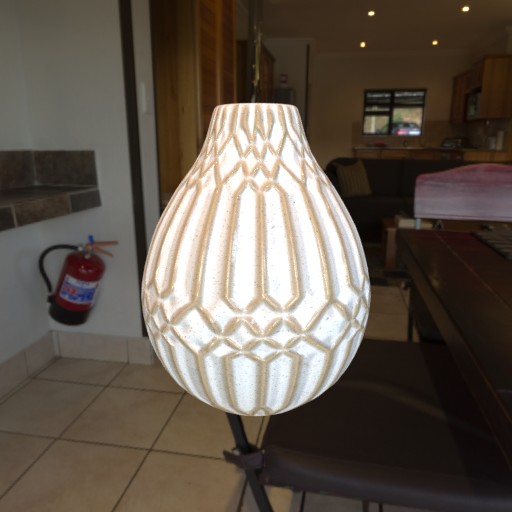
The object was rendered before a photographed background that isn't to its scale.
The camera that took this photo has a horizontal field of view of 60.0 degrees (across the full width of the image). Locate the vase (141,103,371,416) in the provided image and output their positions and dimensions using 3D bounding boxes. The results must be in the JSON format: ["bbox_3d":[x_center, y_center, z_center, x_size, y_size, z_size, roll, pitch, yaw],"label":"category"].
[{"bbox_3d":[0.000,0.000,0.312,0.159,0.200,0.159,0,14,0],"label":"vase"}]
